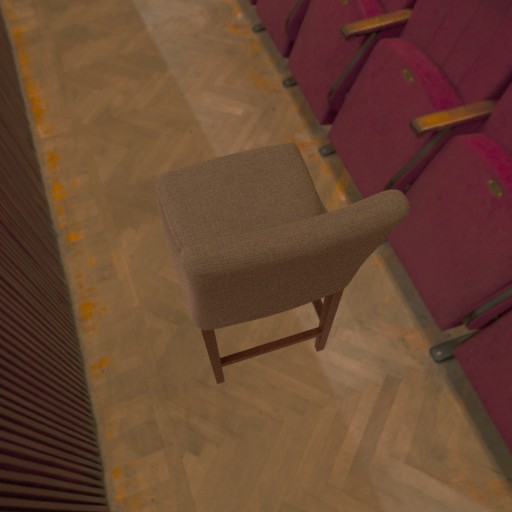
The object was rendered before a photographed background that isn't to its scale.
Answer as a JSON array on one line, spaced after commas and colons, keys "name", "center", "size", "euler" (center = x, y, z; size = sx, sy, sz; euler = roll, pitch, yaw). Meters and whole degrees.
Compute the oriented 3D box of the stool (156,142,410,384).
[{"name": "stool", "center": [0.000, 0.000, 1.290], "size": [0.470, 0.981, 0.577], "euler": [-16, 60, -9]}]
